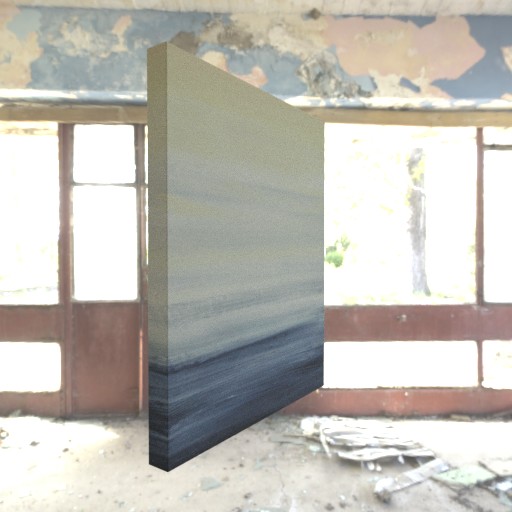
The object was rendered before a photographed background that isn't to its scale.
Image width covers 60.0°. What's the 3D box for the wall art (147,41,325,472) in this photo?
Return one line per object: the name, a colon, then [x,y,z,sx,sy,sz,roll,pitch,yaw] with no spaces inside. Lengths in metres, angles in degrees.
wall art: [0.000,0.000,0.836,0.040,0.608,0.489,1,1,35]
